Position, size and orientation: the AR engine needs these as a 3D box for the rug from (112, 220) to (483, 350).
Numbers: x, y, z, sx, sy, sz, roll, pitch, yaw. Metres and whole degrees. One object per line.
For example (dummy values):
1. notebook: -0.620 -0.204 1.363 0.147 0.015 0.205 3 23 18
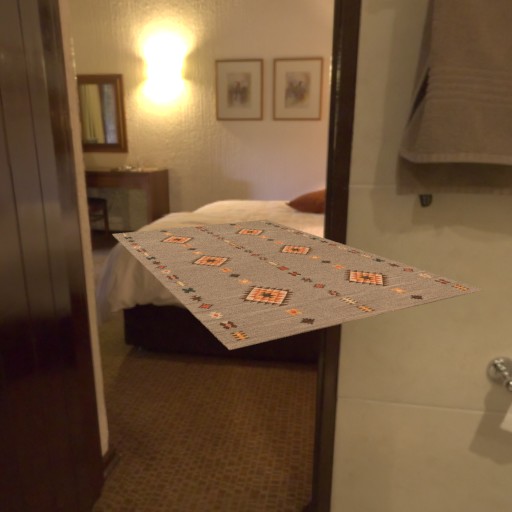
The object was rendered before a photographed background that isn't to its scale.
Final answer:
1. rug: 0.000 0.000 3.108 1.515 0.007 2.427 -8 17 -27
